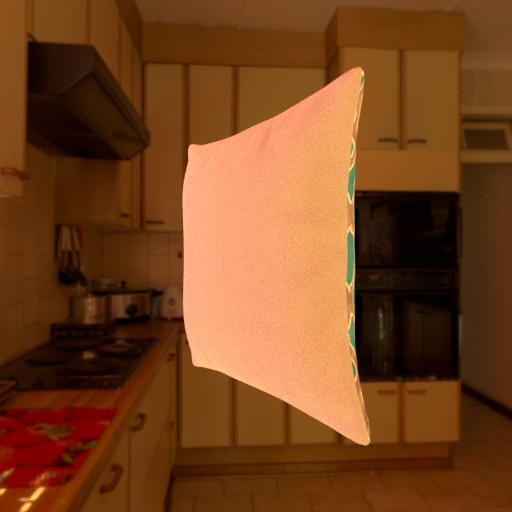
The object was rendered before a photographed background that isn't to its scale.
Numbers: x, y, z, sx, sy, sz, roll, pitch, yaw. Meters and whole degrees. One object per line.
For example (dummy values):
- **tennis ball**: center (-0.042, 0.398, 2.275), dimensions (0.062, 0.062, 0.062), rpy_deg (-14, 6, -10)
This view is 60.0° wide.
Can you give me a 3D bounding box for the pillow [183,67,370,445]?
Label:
- **pillow**: center (0.000, 0.000, 0.805), dimensions (0.166, 0.507, 0.526), rpy_deg (0, 0, -34)
